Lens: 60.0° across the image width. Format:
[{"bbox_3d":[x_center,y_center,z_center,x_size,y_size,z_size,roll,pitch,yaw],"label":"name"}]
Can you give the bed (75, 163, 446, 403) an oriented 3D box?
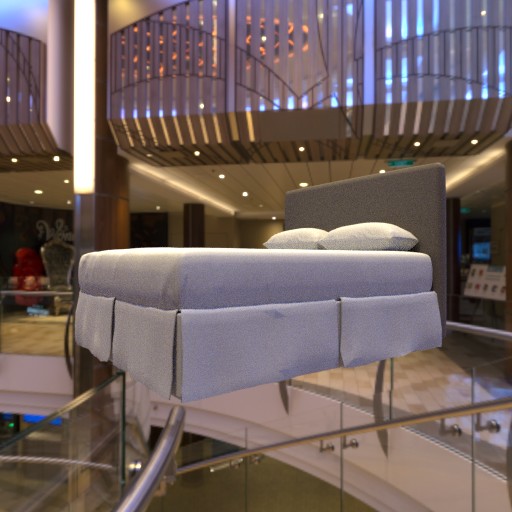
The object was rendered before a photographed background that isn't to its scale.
[{"bbox_3d":[0.000,0.000,3.190,2.142,1.330,1.748,0,-1,-36],"label":"bed"}]
